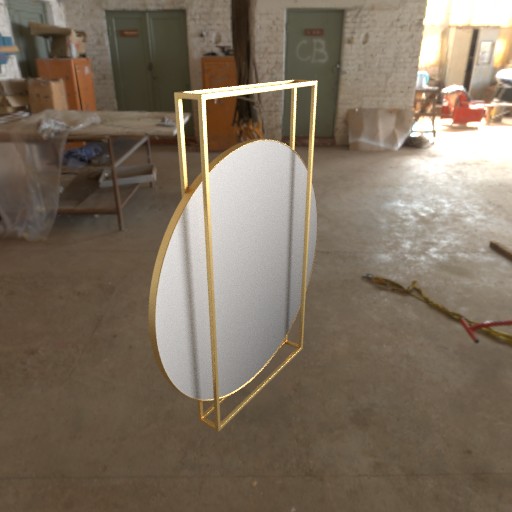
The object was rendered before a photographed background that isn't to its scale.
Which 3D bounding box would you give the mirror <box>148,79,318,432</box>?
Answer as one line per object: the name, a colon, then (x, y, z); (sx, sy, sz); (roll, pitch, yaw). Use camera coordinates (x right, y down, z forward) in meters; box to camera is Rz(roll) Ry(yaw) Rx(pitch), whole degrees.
mirror: (0.000, 0.000, 0.838); (0.051, 0.603, 0.508); (17, 30, 32)
